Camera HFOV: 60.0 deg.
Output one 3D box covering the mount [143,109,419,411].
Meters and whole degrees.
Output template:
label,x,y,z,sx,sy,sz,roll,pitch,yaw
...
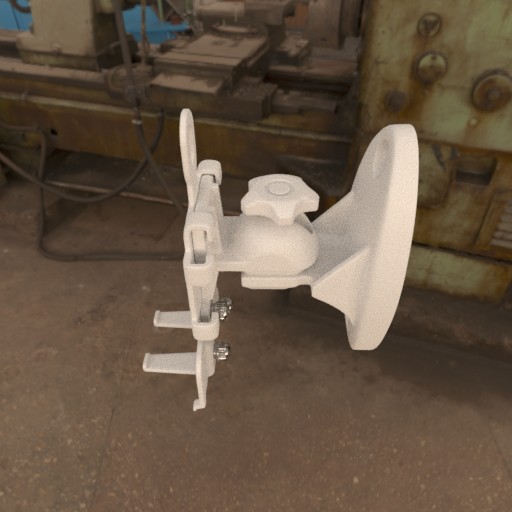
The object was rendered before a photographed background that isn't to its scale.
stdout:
label,x,y,z,sx,sy,sz,roll,pitch,yaw
mount,0.000,0.000,0.175,0.100,0.118,0.066,0,41,0
